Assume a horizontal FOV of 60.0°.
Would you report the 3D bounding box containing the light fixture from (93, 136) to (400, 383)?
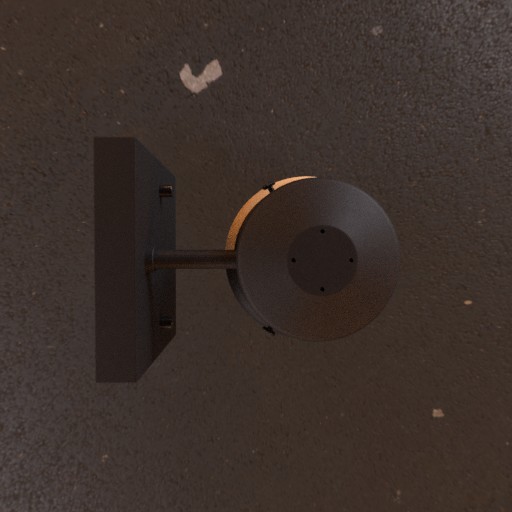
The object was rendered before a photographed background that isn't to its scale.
[{"bbox_3d":[0.000,0.000,0.362,0.176,0.257,0.130,0,91,-1],"label":"light fixture"}]
